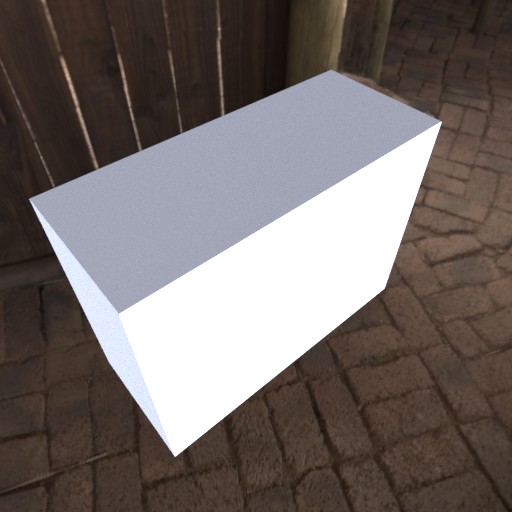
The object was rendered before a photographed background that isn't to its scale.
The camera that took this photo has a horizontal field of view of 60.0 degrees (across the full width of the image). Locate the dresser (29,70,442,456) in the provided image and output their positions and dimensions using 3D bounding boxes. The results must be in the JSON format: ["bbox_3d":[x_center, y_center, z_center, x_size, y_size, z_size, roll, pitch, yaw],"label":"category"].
[{"bbox_3d":[0.000,0.000,1.534,1.100,0.820,0.460,-32,55,-26],"label":"dresser"}]
